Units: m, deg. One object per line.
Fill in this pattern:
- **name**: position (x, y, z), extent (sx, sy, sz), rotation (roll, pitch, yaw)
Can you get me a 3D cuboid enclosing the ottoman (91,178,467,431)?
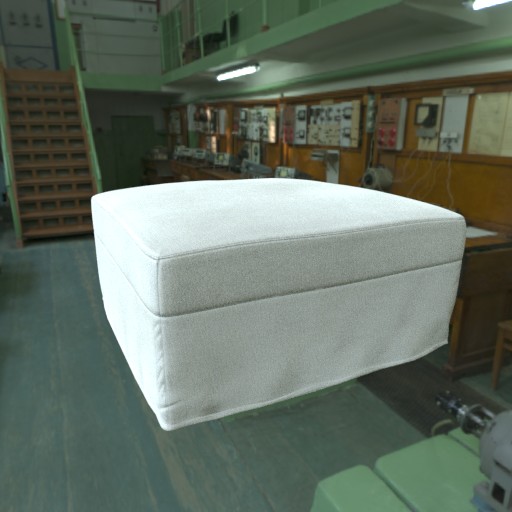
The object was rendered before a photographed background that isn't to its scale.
- **ottoman**: position (0.000, 0.000, 1.347), extent (0.842, 0.441, 0.843), rotation (-8, 18, -26)
